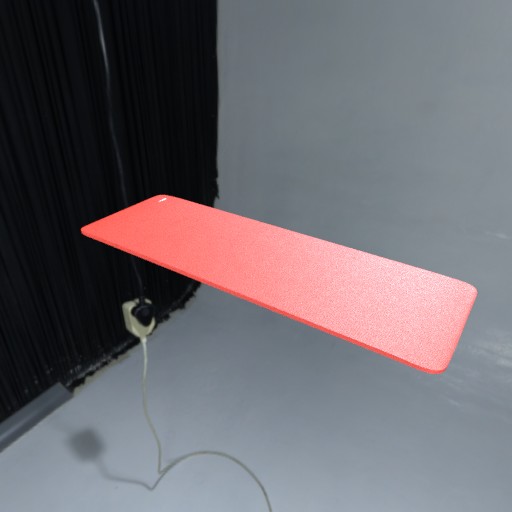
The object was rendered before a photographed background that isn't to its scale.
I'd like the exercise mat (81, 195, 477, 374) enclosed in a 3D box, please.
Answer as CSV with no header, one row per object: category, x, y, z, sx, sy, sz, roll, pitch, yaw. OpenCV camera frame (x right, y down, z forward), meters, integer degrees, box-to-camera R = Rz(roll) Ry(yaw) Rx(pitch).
exercise mat,0.000,0.000,2.098,1.869,0.021,0.616,19,35,29
